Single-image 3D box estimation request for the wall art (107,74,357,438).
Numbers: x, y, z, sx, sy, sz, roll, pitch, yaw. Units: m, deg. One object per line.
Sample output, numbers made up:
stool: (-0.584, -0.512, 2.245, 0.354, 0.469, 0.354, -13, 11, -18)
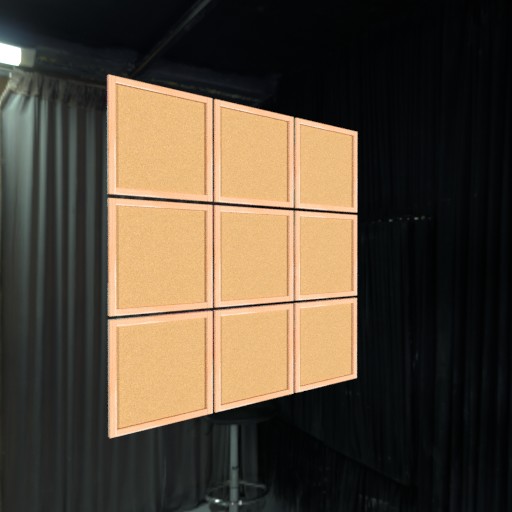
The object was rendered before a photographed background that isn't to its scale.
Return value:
wall art: (0.000, 0.000, 1.378, 0.911, 0.910, 0.012, 0, 1, -36)
